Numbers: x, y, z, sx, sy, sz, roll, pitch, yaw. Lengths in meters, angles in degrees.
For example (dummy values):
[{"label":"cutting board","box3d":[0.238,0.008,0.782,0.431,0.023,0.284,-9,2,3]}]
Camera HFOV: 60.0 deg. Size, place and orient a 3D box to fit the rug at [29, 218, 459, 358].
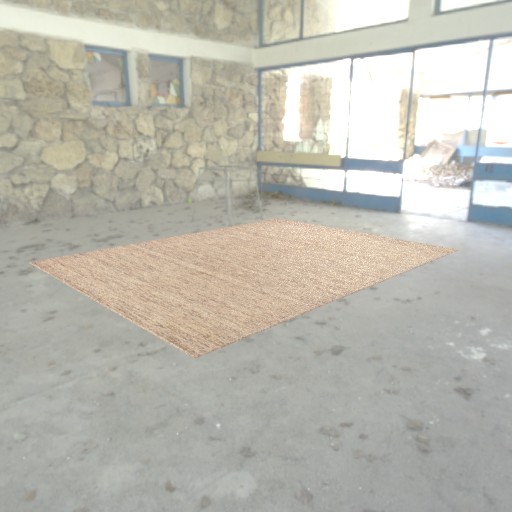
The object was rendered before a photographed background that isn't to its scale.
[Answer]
[{"label":"rug","box3d":[0.000,0.000,4.139,3.205,0.013,2.448,-14,20,-42]}]
